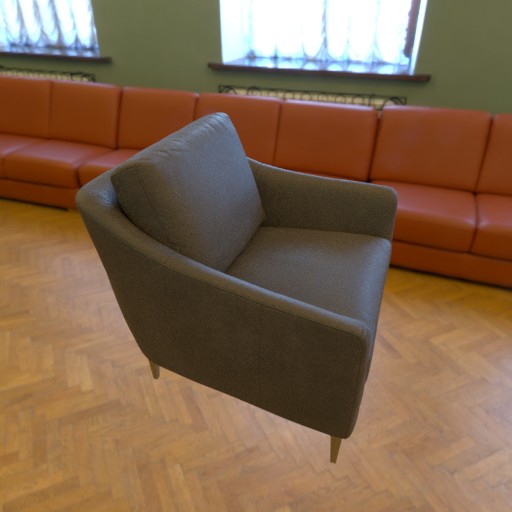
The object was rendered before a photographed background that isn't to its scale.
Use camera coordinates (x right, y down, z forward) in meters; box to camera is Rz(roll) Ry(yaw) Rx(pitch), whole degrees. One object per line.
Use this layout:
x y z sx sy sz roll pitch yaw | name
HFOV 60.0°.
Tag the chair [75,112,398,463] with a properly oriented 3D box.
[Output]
0.000 0.000 1.676 0.961 0.901 0.988 10 33 17 | chair
